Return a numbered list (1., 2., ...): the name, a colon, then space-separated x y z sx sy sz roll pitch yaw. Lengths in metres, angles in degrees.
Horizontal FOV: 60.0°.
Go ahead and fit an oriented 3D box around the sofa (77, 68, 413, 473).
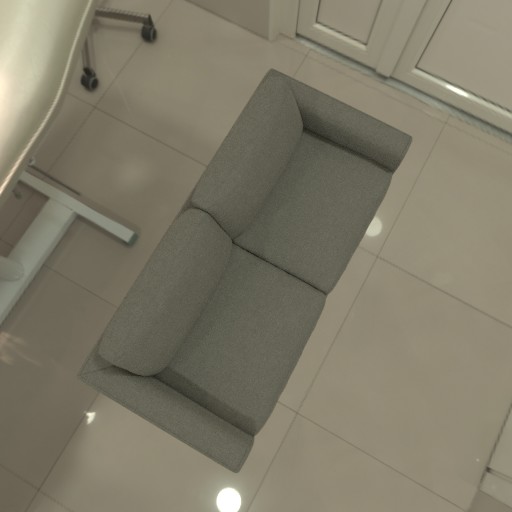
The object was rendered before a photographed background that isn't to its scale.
1. sofa: 0.000 0.000 2.750 1.070 0.801 2.262 29 78 6
